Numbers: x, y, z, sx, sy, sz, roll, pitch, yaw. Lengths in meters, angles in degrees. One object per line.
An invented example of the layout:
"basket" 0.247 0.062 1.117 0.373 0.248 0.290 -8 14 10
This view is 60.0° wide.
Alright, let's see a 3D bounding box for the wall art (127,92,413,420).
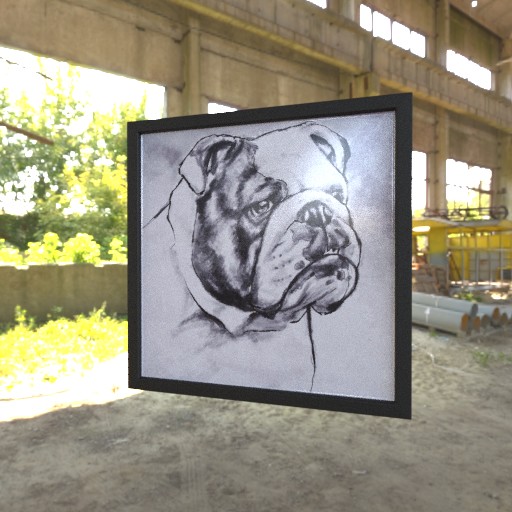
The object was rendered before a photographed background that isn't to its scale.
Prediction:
"wall art" 0.000 0.000 0.998 0.663 0.659 0.016 0 1 18
